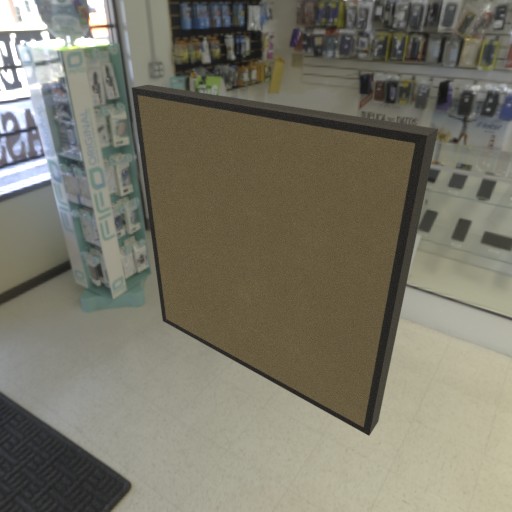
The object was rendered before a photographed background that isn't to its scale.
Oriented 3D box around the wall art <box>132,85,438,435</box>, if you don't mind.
[{"bbox_3d":[0.000,0.000,0.768,0.509,0.507,0.037,21,36,32],"label":"wall art"}]
